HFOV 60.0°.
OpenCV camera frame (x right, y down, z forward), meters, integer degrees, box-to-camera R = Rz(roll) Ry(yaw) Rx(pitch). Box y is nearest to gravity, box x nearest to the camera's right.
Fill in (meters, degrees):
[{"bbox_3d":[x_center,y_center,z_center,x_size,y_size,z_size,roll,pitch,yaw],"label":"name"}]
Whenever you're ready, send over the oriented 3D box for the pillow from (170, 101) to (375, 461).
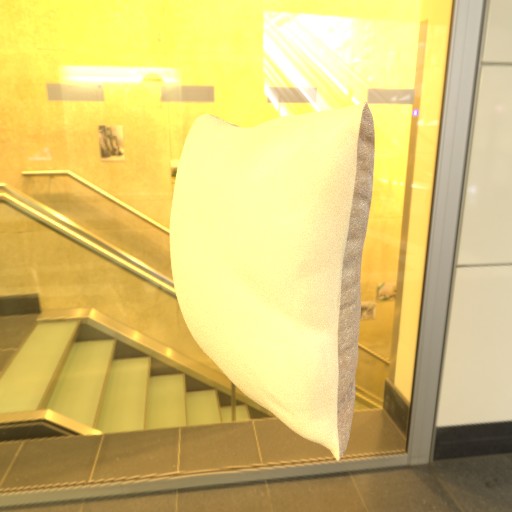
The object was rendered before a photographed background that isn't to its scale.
[{"bbox_3d":[0.000,0.000,0.708,0.245,0.448,0.450,-8,17,-26],"label":"pillow"}]
